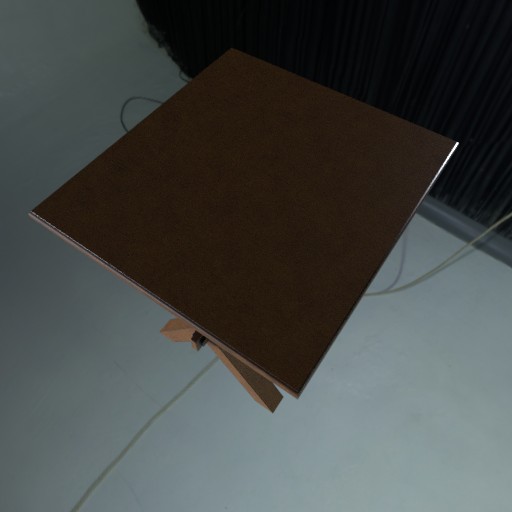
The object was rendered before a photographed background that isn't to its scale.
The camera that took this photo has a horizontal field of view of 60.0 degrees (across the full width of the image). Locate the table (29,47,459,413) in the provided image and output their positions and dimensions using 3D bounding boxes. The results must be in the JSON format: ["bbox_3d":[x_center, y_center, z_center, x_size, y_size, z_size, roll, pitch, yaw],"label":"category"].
[{"bbox_3d":[0.000,0.000,1.060,0.560,0.562,0.602,30,62,18],"label":"table"}]
